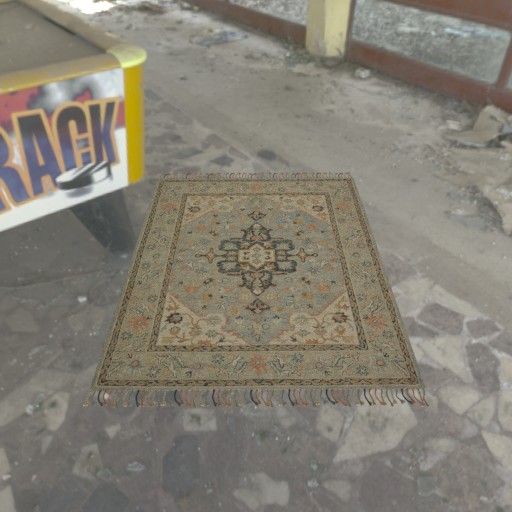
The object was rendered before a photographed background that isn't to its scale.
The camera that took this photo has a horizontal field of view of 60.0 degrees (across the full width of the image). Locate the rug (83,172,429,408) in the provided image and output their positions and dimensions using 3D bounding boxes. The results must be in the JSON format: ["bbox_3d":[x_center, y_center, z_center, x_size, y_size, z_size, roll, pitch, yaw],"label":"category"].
[{"bbox_3d":[0.000,0.000,3.510,1.971,0.010,2.651,0,40,0],"label":"rug"}]
